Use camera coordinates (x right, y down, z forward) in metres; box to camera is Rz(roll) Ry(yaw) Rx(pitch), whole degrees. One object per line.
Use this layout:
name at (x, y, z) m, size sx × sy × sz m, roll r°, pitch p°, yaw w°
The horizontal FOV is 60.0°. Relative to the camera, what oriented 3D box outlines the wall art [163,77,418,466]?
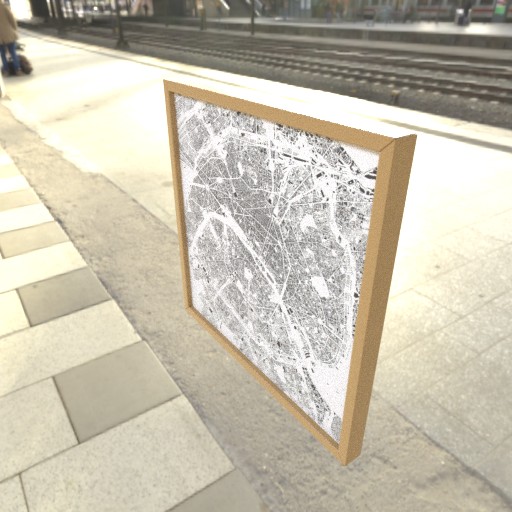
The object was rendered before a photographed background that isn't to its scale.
wall art at (0.000, 0.000, 0.749) m, size 0.036 × 0.509 × 0.509 m, roll -20°, pitch 35°, yaw -31°
